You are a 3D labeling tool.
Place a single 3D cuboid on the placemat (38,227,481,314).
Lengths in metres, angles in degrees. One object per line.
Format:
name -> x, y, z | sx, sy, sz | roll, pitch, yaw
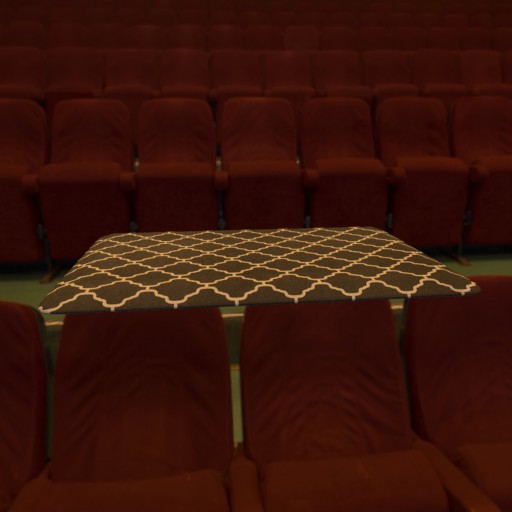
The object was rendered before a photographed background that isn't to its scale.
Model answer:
placemat -> 0.000, 0.000, 0.968 | 0.762, 0.021, 0.508 | -2, 16, -6
